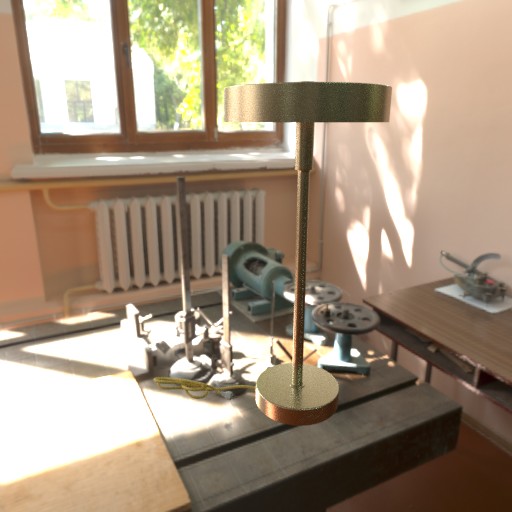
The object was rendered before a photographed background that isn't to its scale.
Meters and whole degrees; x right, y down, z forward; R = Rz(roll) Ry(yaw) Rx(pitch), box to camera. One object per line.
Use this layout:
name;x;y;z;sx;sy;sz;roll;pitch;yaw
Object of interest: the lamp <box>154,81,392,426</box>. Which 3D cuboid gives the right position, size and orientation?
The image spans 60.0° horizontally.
lamp;0.000;0.000;0.695;0.369;0.508;0.229;2;17;7
